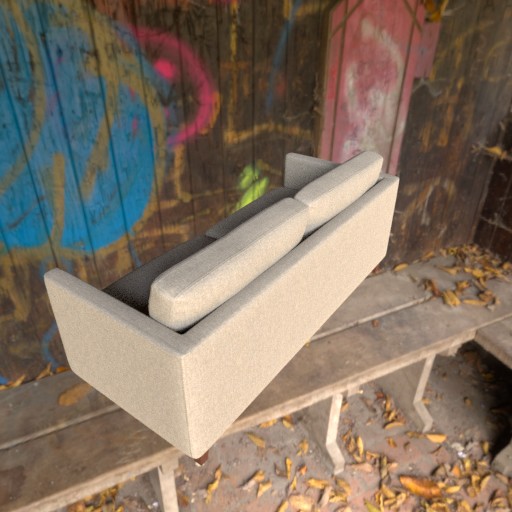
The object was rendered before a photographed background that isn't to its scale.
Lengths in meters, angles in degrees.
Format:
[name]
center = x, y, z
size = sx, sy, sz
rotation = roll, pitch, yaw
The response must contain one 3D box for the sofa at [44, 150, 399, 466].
[sofa]
center = 0.000, 0.000, 2.742
size = 0.956, 0.963, 2.208
rotation = 21, 37, 30
